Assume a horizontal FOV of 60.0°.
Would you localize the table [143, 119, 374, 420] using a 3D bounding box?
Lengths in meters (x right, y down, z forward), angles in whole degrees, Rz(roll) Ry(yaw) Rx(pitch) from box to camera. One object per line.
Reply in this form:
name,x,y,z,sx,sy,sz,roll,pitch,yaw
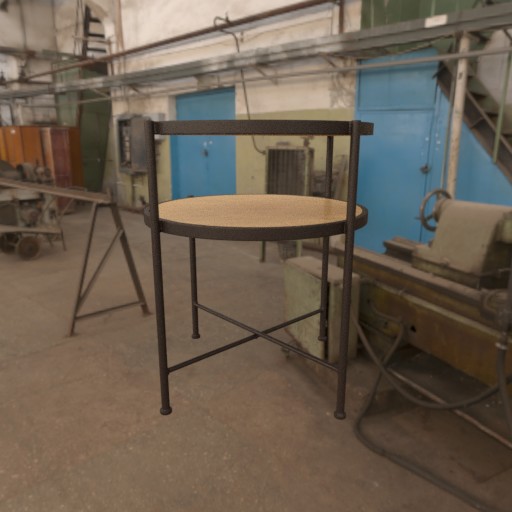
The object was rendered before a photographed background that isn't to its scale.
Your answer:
table,0.000,0.000,1.196,0.629,0.684,0.628,-13,20,-41
